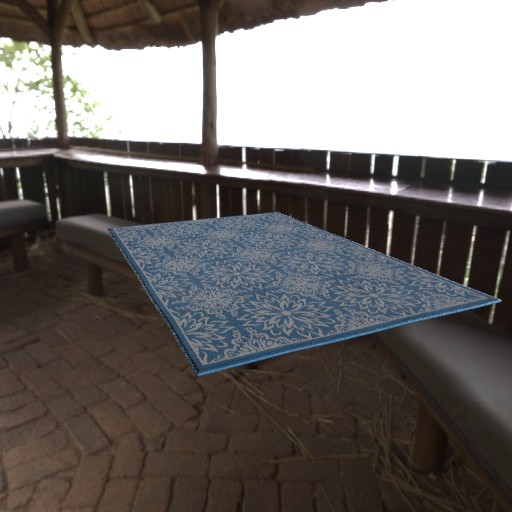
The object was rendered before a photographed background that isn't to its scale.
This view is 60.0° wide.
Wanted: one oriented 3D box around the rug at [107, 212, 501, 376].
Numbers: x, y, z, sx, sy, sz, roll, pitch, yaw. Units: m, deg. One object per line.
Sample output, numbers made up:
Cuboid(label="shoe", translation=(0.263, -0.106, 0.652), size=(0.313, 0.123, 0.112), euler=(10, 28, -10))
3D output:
Cuboid(label="rug", translation=(0.000, 0.000, 3.379), size=(1.830, 0.018, 2.769), euler=(-8, 19, -24))
